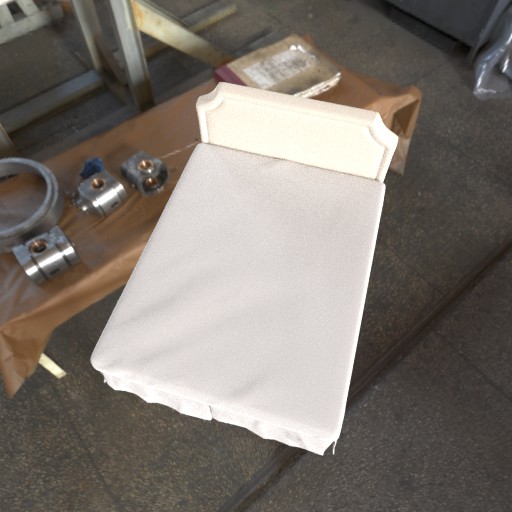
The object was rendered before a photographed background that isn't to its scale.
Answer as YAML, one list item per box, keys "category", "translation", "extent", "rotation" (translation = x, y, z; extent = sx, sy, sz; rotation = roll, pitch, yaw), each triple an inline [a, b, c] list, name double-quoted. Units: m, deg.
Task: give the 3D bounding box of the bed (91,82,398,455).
- category: "bed"
  translation: [0.000, 0.000, 3.659]
  extent: [1.977, 1.293, 2.498]
  rotation: [14, 60, 8]
